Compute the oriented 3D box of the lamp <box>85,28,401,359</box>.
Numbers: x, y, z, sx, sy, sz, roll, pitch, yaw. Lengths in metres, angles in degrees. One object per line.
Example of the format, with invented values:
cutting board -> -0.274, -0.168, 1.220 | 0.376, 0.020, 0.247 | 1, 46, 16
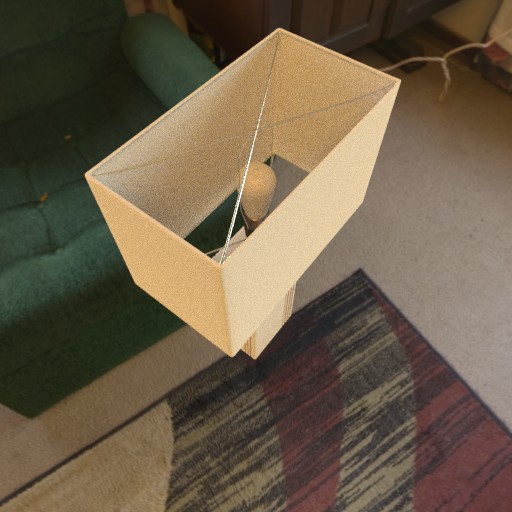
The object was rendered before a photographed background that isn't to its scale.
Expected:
lamp -> 0.000, 0.000, 0.715 | 0.182, 0.543, 0.334 | 33, 63, 19
